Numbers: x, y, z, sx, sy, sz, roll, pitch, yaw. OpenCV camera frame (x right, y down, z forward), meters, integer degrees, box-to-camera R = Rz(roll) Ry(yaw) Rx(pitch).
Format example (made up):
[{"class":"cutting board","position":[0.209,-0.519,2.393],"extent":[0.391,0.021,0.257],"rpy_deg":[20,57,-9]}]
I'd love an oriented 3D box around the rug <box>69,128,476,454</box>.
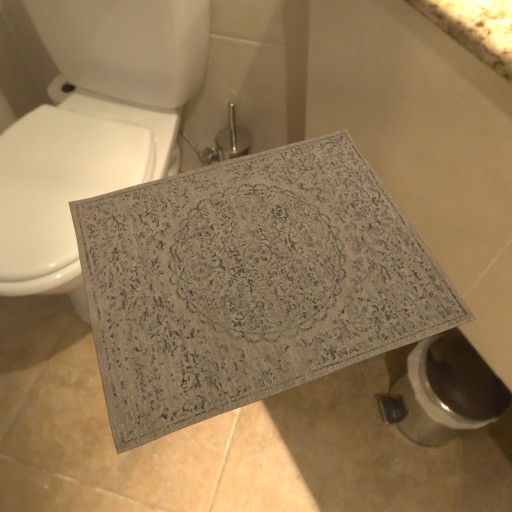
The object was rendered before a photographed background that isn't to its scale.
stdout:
[{"class":"rug","position":[0.000,0.000,3.879],"extent":[2.925,0.026,2.343],"rpy_deg":[-17,60,-10]}]
